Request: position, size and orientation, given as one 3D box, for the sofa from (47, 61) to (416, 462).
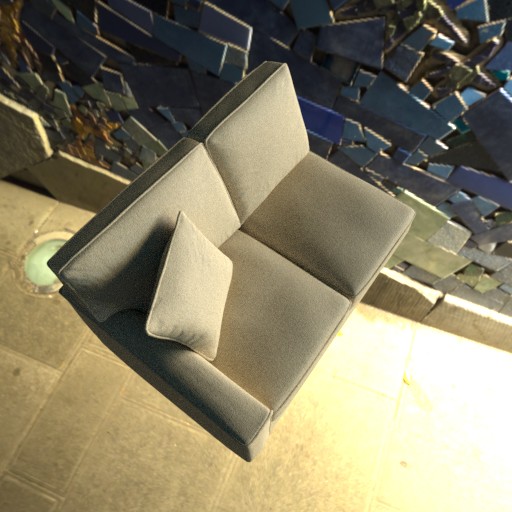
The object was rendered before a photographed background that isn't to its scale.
[{"bbox_3d":[0.000,0.000,2.039,0.991,0.989,1.388,33,65,18],"label":"sofa"}]
